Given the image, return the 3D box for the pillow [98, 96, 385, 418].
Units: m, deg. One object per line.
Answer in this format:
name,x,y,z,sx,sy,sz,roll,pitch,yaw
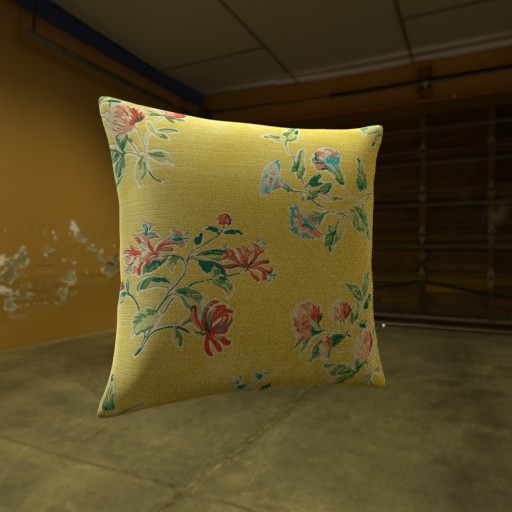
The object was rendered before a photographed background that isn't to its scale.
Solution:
pillow,0.000,0.000,0.780,0.525,0.508,0.166,0,0,-18
